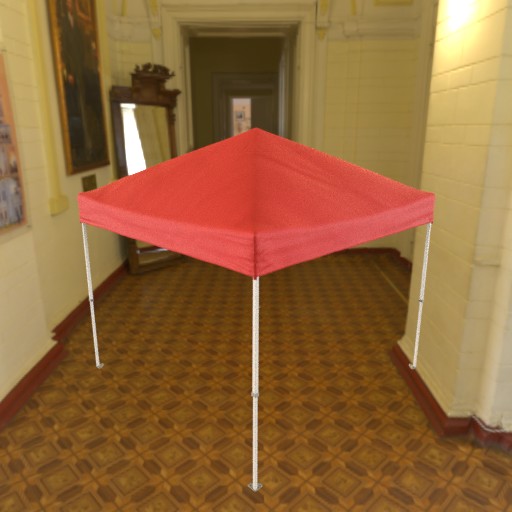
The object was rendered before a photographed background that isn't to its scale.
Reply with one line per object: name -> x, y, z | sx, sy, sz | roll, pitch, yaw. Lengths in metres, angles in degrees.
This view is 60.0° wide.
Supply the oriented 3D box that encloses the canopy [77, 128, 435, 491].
canopy -> 0.000, 0.000, 5.388 | 2.996, 2.997, 2.998 | -15, 22, -43
